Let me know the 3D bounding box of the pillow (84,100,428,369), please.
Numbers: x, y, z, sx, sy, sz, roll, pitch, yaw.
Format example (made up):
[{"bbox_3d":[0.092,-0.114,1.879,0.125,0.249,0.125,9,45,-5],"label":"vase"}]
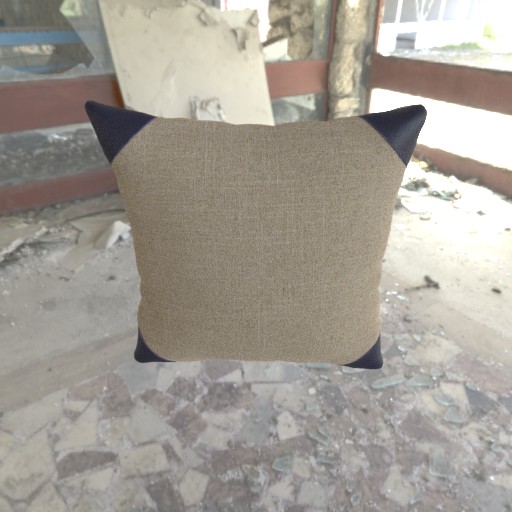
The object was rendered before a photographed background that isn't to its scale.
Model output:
[{"bbox_3d":[0.000,0.000,0.664,0.440,0.441,0.147,1,30,1],"label":"pillow"}]
